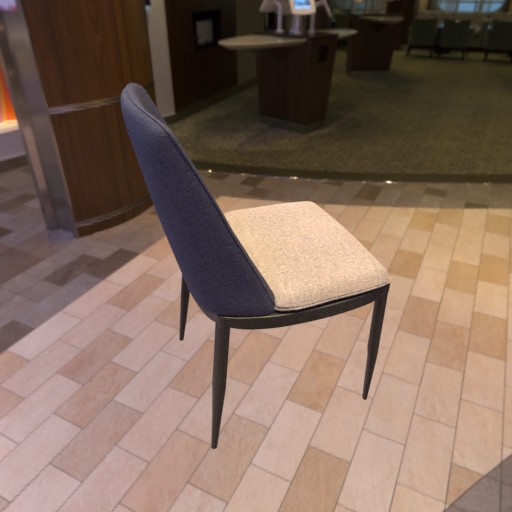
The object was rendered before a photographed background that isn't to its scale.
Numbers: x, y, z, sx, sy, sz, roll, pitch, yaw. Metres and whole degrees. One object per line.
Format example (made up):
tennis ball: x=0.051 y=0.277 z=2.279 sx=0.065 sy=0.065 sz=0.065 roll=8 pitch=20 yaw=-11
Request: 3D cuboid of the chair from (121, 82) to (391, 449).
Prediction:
chair: x=0.000 y=0.000 z=1.147 sx=0.551 sy=0.839 sz=0.480 roll=-11 pitch=33 yaw=-16
